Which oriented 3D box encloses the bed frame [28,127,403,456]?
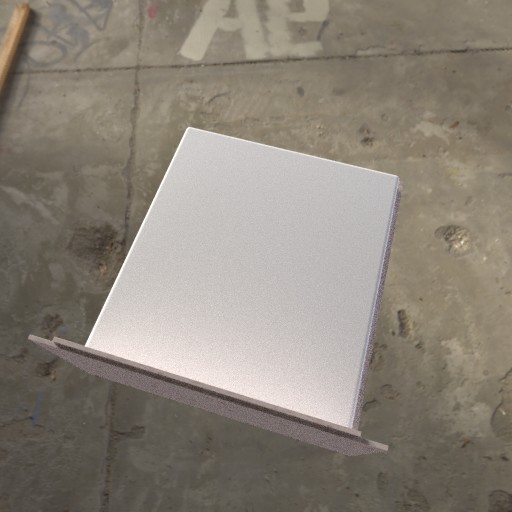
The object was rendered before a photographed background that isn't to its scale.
[{"bbox_3d":[0.000,0.000,3.124,1.950,0.970,2.080,15,65,7],"label":"bed frame"}]
